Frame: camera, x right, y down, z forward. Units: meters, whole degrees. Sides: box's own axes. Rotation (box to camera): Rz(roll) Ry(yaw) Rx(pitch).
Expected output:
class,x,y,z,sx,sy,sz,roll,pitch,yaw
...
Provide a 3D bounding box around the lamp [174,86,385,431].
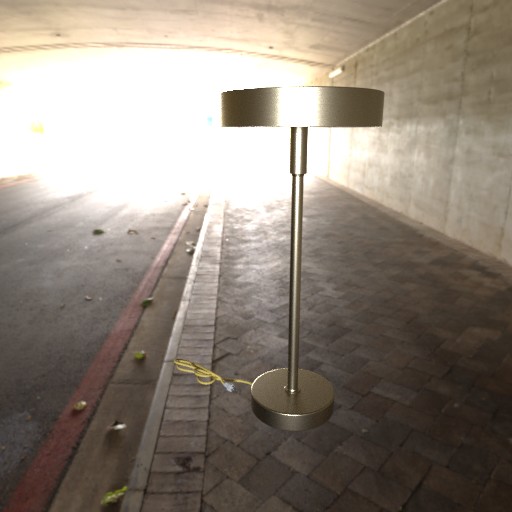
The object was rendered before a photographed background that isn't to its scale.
class,x,y,z,sx,sy,sz,roll,pitch,yaw
lamp,0.000,0.000,0.720,0.369,0.508,0.229,9,18,28
